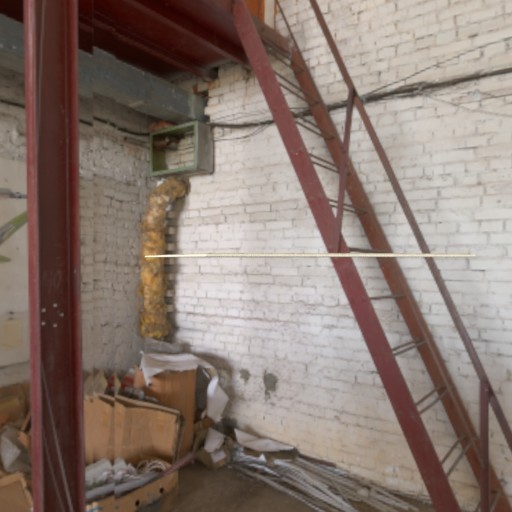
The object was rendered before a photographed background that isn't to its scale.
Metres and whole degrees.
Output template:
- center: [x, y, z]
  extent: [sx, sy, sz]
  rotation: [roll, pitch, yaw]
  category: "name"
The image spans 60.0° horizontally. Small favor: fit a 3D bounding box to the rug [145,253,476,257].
- center: [0.000, 0.000, 1.451]
  extent: [0.604, 0.007, 1.219]
  rotation: [0, 0, -19]
  category: "rug"
